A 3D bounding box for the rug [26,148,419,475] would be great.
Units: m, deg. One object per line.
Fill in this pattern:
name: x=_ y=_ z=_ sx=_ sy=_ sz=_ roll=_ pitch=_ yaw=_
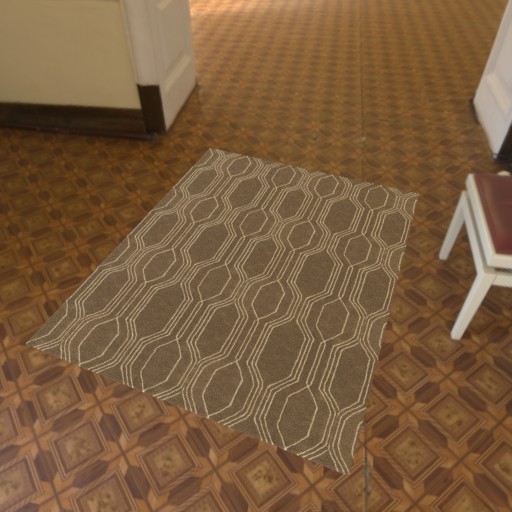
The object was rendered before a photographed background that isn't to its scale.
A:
rug: x=0.000 y=0.000 z=3.989 sx=2.457 sy=0.012 sz=3.062 roll=16 pitch=46 yaw=16
